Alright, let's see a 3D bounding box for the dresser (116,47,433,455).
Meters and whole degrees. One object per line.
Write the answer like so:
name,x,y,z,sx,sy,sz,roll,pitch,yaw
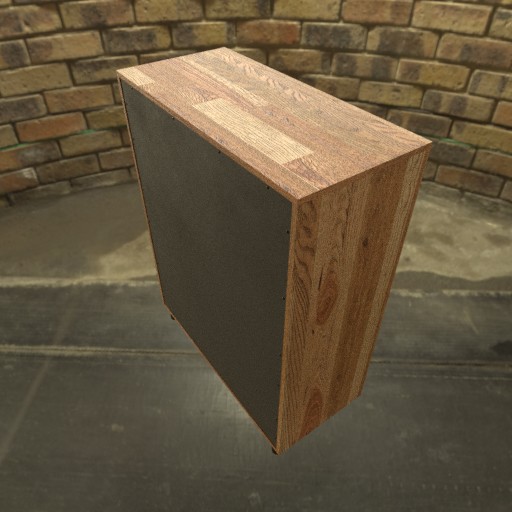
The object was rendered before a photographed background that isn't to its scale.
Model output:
dresser,0.000,0.000,1.730,0.480,1.243,0.966,-25,47,-26
